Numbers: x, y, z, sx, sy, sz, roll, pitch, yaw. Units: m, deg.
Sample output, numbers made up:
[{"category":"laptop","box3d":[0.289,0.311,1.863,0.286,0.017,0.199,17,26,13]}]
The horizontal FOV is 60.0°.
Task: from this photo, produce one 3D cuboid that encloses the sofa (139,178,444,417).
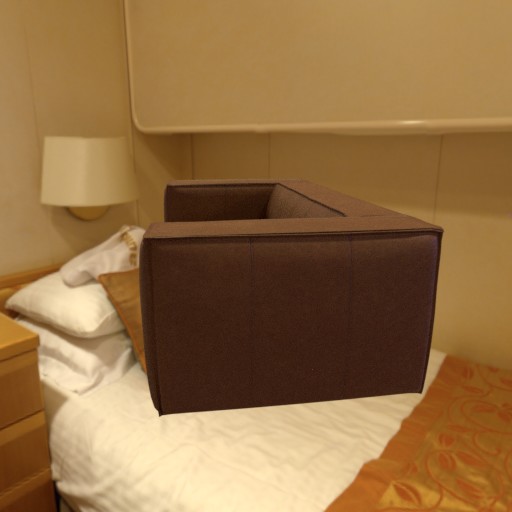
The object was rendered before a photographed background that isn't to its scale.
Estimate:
[{"category":"sofa","box3d":[0.000,0.000,2.526,1.102,0.703,2.088,-2,15,-8]}]
